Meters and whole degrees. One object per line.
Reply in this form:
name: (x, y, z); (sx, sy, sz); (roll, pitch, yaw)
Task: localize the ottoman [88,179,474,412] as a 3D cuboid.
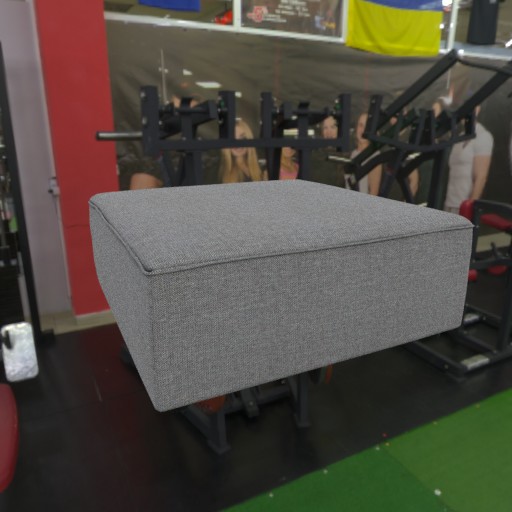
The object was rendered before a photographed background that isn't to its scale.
ottoman: (0.000, 0.000, 1.601); (1.023, 0.423, 1.017); (-8, 19, -24)
